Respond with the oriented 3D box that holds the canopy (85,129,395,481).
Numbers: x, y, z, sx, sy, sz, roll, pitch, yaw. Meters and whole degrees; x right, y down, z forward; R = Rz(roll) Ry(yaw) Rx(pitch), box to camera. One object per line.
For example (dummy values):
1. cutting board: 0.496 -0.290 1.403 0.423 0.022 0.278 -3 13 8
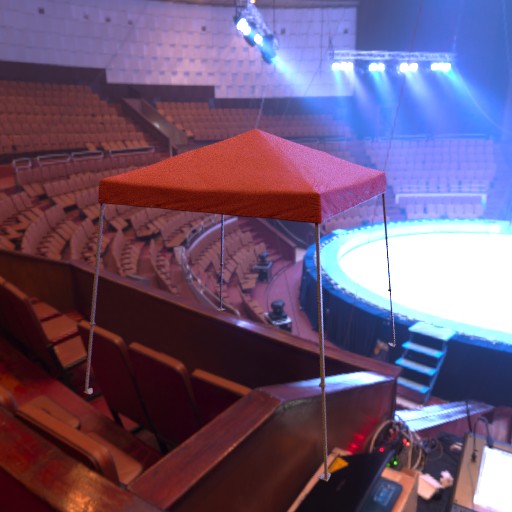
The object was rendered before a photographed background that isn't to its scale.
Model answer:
1. canopy: 0.000 0.000 6.536 3.599 3.600 3.600 8 17 27
